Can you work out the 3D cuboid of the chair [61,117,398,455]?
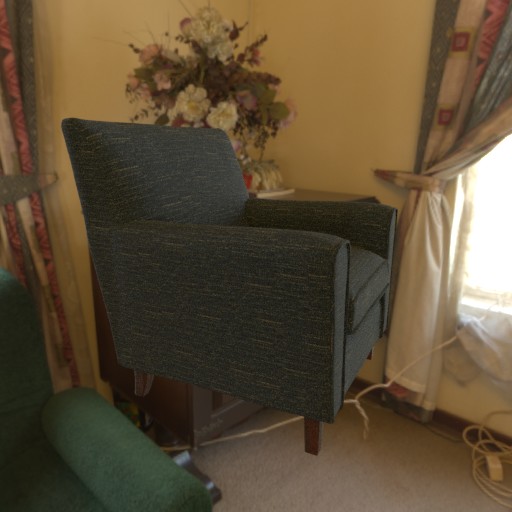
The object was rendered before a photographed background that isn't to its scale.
[{"bbox_3d":[0.000,0.000,1.593,0.873,0.928,0.864,7,15,26],"label":"chair"}]
